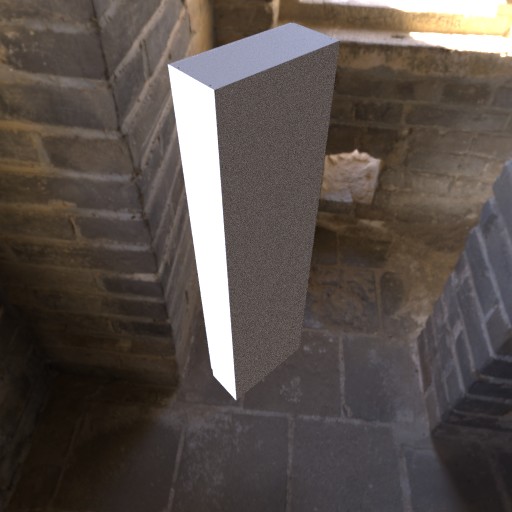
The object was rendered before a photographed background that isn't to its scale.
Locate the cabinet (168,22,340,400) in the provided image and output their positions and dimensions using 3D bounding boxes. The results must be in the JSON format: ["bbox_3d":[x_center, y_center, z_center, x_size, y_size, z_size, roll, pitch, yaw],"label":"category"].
[{"bbox_3d":[0.000,0.000,1.981,0.500,1.790,0.230,-33,55,-27],"label":"cabinet"}]
